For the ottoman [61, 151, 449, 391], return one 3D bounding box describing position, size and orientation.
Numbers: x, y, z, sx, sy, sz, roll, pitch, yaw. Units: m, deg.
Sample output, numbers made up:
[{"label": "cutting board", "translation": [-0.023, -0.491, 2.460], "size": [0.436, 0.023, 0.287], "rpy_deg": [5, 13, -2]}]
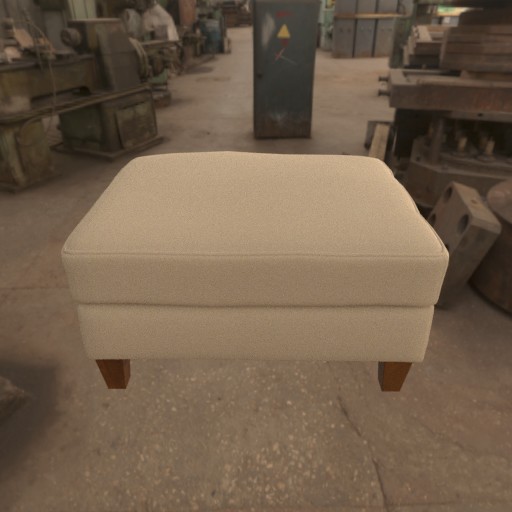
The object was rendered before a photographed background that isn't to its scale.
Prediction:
[{"label": "ottoman", "translation": [0.000, 0.000, 1.254], "size": [0.818, 0.485, 0.634], "rpy_deg": [0, 31, 1]}]
